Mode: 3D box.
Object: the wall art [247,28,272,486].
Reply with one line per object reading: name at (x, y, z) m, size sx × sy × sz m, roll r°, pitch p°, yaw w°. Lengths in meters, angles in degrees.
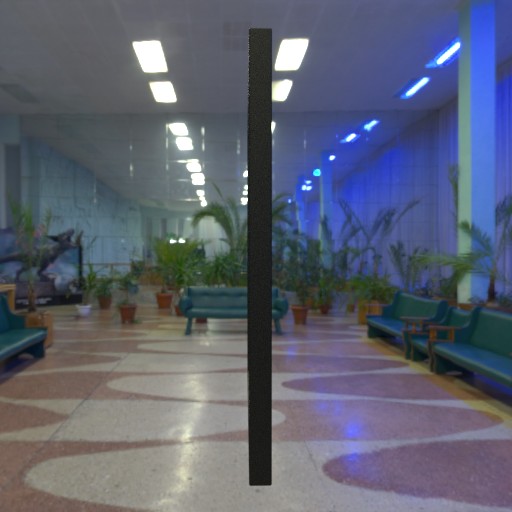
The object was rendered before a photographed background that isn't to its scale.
wall art at (0.000, 0.000, 0.768) m, size 0.028 × 0.559 × 0.457 m, roll 0°, pitch 1°, yaw -1°
